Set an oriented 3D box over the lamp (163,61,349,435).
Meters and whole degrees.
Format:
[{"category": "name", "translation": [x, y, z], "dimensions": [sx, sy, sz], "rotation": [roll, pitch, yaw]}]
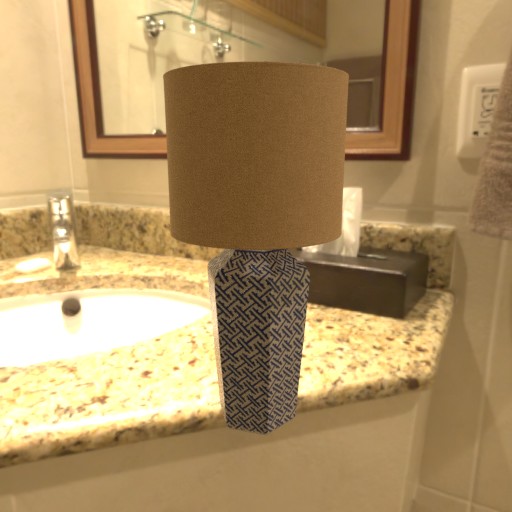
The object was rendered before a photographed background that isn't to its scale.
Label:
[{"category": "lamp", "translation": [0.000, 0.000, 0.854], "dimensions": [0.320, 0.682, 0.320], "rotation": [-2, 14, -9]}]
